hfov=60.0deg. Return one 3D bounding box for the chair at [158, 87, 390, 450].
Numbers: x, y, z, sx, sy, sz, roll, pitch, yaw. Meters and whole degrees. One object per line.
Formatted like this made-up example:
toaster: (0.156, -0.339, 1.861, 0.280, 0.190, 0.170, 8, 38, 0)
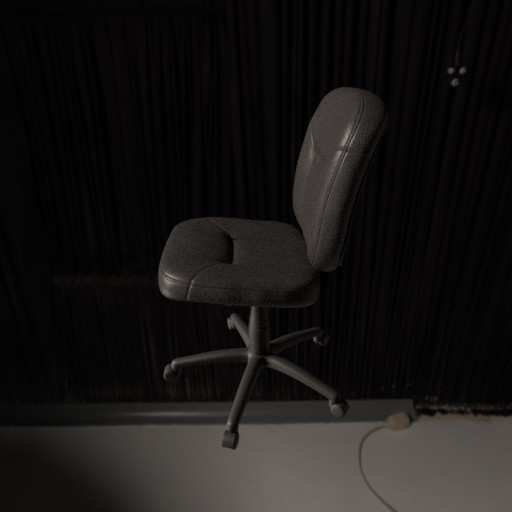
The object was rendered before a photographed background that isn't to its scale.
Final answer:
chair: (0.000, 0.000, 1.363, 0.646, 0.959, 0.647, -1, 27, -2)
